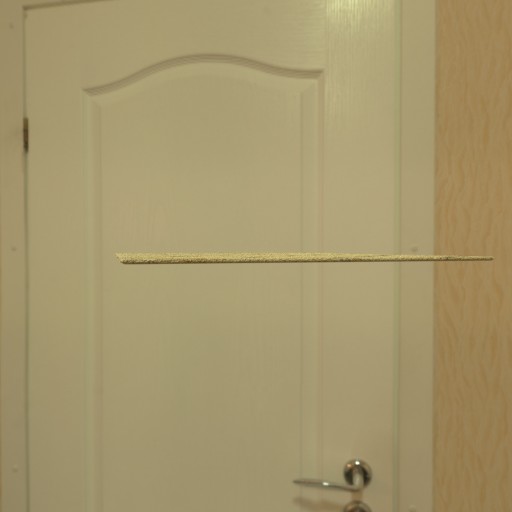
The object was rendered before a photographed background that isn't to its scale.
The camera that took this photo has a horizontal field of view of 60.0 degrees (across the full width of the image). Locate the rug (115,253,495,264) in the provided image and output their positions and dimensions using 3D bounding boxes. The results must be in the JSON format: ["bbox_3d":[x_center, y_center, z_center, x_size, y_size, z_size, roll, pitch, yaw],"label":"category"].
[{"bbox_3d":[0.000,0.000,3.997,2.399,0.026,3.000,0,1,-18],"label":"rug"}]
